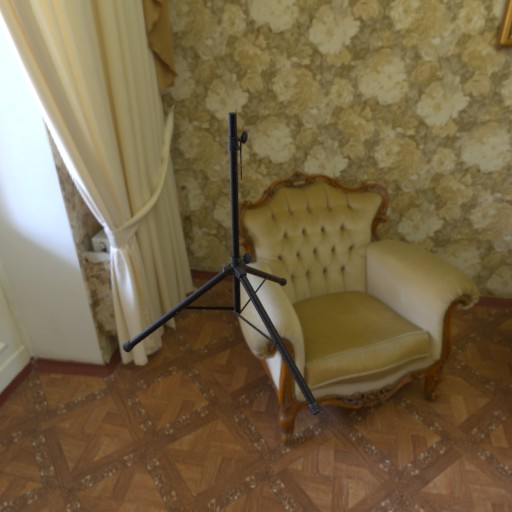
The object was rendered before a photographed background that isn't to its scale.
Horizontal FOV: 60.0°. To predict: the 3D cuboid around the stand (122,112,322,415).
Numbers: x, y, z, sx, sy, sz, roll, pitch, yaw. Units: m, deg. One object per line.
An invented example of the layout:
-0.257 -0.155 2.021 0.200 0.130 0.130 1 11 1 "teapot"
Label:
0.000 0.000 1.894 1.045 1.136 0.907 -19 35 -30 "stand"
